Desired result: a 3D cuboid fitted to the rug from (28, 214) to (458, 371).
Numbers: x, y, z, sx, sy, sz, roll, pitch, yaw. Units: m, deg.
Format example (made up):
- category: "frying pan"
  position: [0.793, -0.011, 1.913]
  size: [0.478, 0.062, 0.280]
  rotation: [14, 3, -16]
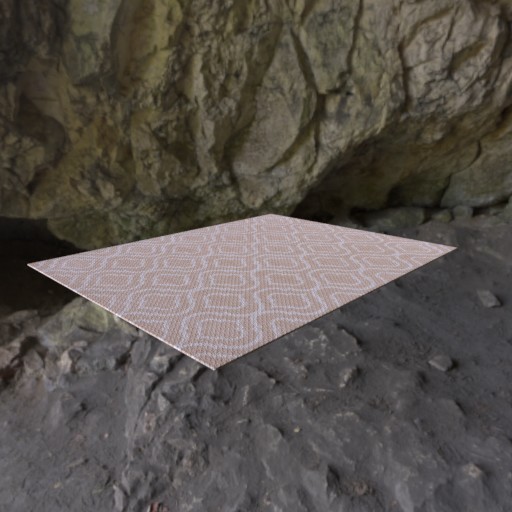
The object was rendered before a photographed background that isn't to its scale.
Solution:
- category: "rug"
  position: [0.000, 0.000, 3.778]
  size: [2.286, 0.013, 2.894]
  rotation: [15, 22, 42]
